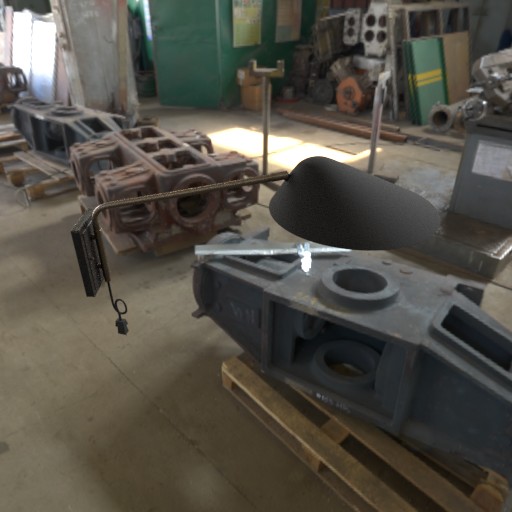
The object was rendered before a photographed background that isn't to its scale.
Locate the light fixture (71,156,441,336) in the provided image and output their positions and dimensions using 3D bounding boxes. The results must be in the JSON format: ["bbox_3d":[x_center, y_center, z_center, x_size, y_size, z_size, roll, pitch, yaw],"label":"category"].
[{"bbox_3d":[0.000,0.000,0.680,0.516,0.312,0.240,0,32,0],"label":"light fixture"}]
